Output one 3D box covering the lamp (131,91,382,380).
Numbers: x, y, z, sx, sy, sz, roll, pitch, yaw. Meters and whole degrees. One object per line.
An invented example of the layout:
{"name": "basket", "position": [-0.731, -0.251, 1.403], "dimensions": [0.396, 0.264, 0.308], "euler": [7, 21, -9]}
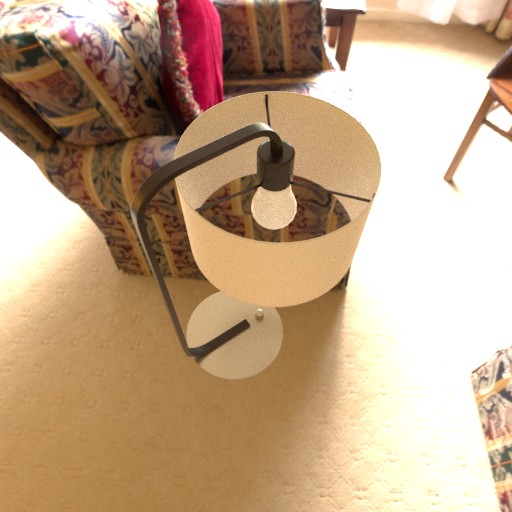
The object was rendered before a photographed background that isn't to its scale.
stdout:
{"name": "lamp", "position": [0.000, 0.000, 0.635], "dimensions": [0.288, 0.473, 0.230], "euler": [-30, 62, -18]}
